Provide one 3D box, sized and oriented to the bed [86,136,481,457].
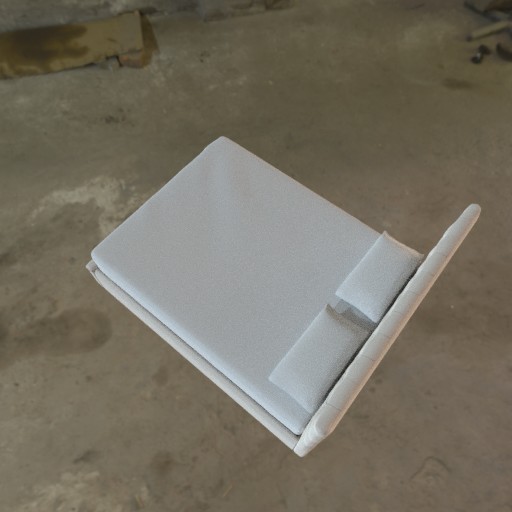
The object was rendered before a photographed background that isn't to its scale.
[{"bbox_3d":[0.000,0.000,3.336,2.233,1.426,1.696,36,67,17],"label":"bed"}]
